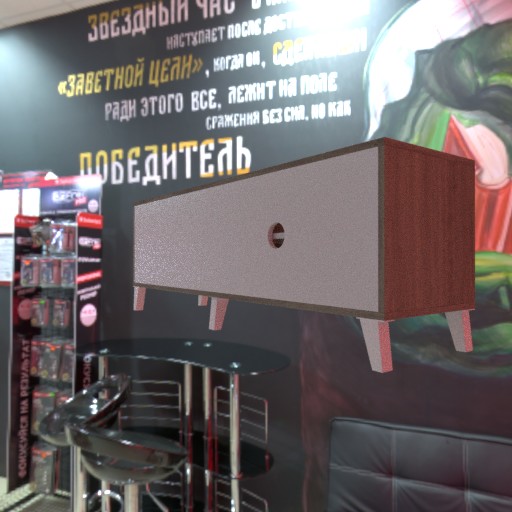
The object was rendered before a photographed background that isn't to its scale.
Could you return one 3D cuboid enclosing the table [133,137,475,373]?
[{"bbox_3d":[0.000,0.000,1.712,0.400,0.530,1.500,0,0,-37],"label":"table"}]
